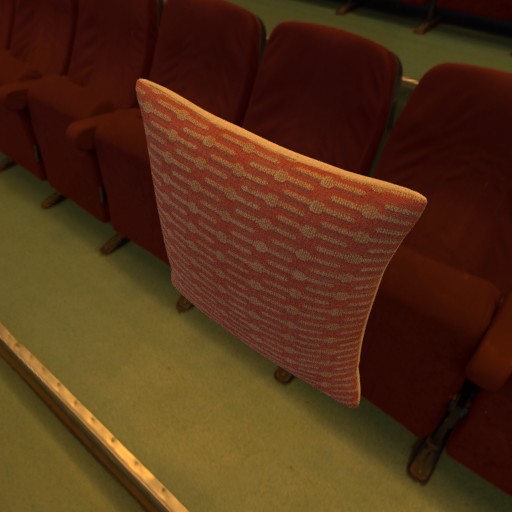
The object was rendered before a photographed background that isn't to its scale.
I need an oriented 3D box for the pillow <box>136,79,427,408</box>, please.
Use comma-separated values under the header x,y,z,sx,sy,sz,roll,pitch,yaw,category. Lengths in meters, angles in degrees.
x,y,z,sx,sy,sz,roll,pitch,yaw,category
0.000,0.000,0.792,0.511,0.503,0.182,30,53,26,pillow
